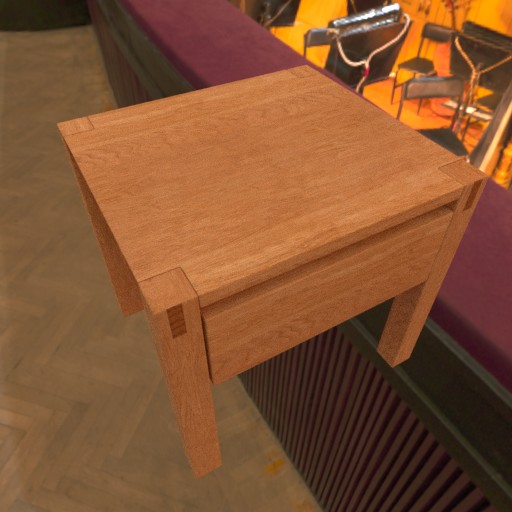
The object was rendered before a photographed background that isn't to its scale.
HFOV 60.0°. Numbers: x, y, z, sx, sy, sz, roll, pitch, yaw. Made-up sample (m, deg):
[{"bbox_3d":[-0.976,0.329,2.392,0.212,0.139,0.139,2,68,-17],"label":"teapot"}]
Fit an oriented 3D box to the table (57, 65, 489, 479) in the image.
[{"bbox_3d":[0.000,0.000,0.810,0.480,0.450,0.440,-22,49,-21],"label":"table"}]
